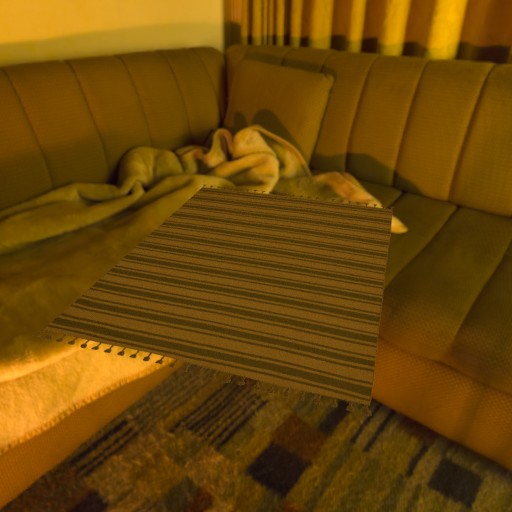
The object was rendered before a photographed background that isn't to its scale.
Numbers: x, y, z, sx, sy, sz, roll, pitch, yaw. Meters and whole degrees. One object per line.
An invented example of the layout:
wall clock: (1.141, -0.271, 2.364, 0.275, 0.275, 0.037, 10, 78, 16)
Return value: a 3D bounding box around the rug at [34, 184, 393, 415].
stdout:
rug: (0.000, 0.000, 4.261, 2.439, 0.005, 3.201, 9, 32, 15)
